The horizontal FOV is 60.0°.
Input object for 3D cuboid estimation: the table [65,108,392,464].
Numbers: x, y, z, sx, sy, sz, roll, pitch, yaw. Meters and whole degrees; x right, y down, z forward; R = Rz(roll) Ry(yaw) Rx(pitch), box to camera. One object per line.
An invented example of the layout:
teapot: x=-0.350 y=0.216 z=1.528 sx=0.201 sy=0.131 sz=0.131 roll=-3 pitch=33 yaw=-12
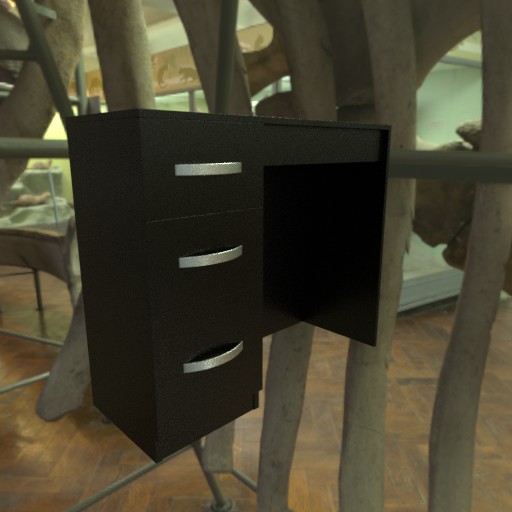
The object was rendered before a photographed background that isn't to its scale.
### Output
table: x=0.000 y=0.000 z=1.359 sx=0.930 sy=0.790 sz=0.380 roll=-13 pitch=19 yaw=-42
